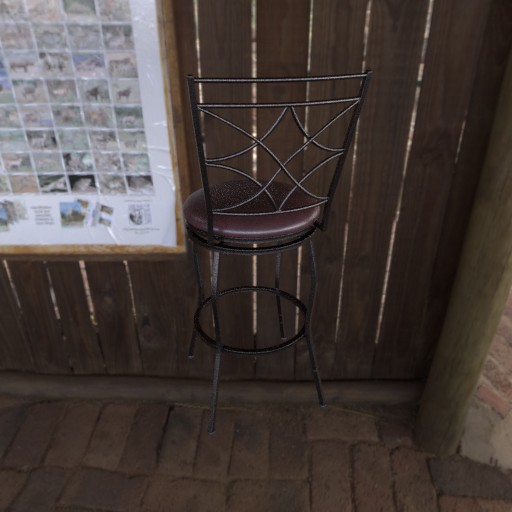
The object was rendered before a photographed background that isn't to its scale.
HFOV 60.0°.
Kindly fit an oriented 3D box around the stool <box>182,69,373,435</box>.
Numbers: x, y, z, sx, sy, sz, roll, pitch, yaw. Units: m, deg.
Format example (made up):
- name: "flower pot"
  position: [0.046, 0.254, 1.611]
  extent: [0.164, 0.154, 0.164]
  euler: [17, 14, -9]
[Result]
- name: "stool"
  position: [0.000, 0.000, 1.412]
  extent: [0.434, 1.117, 0.534]
  euler: [-8, 28, -15]
